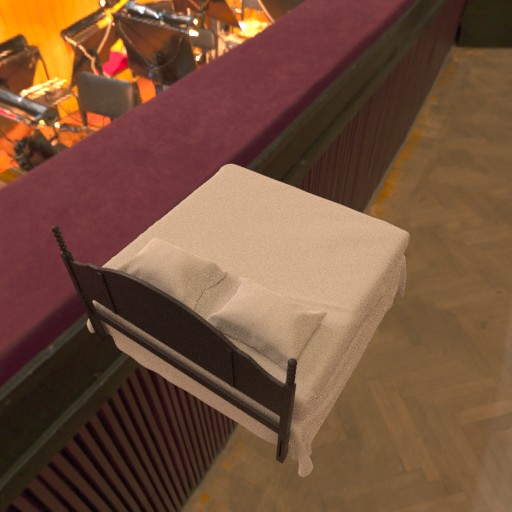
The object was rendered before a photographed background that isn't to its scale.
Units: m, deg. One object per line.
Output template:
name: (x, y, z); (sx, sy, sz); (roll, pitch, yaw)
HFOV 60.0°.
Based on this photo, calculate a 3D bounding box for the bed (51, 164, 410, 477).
bed: (0.000, 0.000, 3.741); (2.322, 1.355, 2.219); (25, 51, 23)
